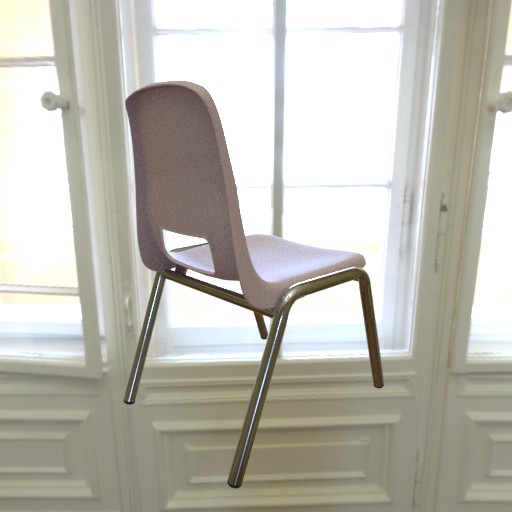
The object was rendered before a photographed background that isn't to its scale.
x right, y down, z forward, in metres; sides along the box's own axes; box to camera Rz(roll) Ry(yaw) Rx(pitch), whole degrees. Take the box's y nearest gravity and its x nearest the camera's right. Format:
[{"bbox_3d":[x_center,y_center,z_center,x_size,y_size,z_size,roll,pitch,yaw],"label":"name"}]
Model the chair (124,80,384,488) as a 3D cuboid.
[{"bbox_3d":[0.000,0.000,0.836,0.354,0.586,0.423,14,20,43],"label":"chair"}]
